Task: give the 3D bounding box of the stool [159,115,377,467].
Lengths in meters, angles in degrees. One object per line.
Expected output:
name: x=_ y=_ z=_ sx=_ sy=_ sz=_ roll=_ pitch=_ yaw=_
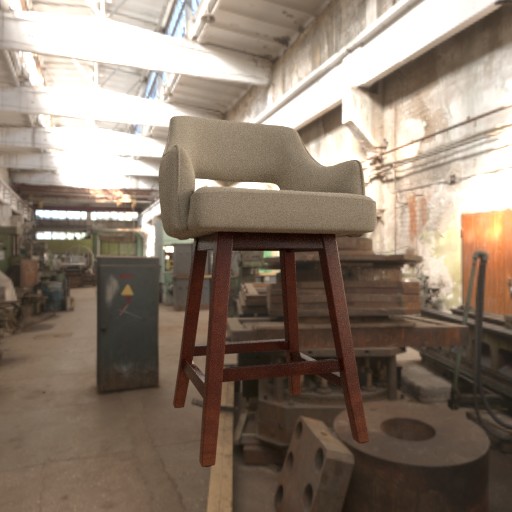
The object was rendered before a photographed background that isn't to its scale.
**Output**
stool: x=0.000 y=0.000 z=1.283 sx=0.550 sy=0.936 sz=0.560 roll=0 pitch=-1 yaw=-19
